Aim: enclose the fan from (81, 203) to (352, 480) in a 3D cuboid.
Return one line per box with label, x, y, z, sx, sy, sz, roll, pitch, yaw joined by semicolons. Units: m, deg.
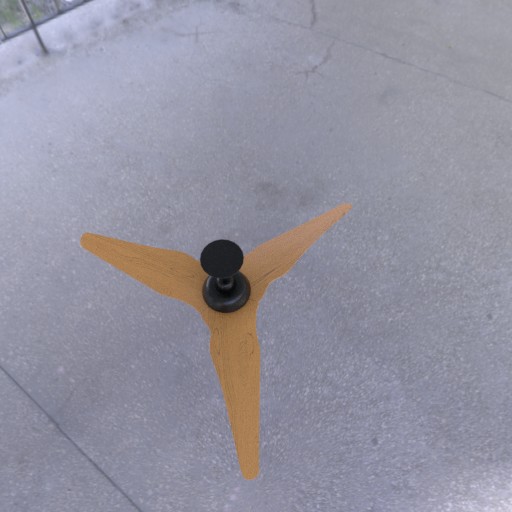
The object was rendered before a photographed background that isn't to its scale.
fan;0.000;0.000;1.666;1.010;0.355;1.142;-36;68;-17
